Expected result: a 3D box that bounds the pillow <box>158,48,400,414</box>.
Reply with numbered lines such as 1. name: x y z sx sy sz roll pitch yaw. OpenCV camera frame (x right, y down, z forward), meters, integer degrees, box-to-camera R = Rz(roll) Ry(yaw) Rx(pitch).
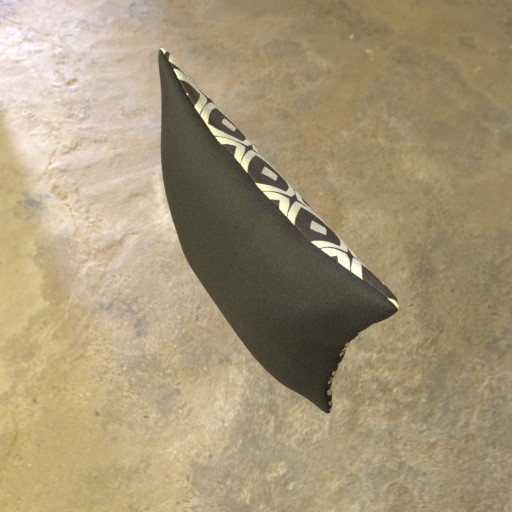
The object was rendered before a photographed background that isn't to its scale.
1. pillow: 0.000 0.000 0.755 0.188 0.494 0.504 -30 63 -17
